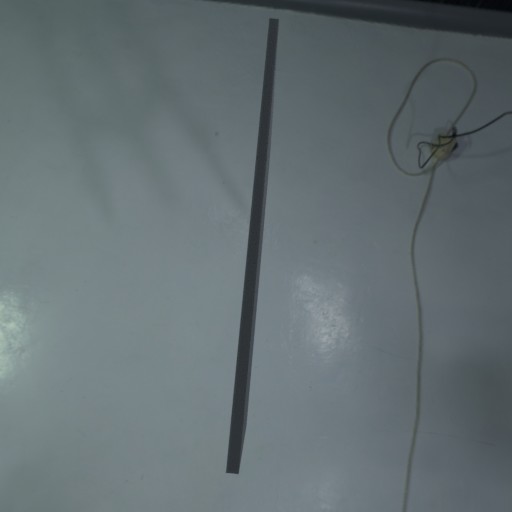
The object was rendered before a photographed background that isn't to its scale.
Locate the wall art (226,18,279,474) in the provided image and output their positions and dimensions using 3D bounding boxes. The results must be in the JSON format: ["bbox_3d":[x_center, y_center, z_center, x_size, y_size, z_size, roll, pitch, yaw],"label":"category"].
[{"bbox_3d":[0.000,0.000,1.222,0.049,0.659,0.964,6,76,2],"label":"wall art"}]
